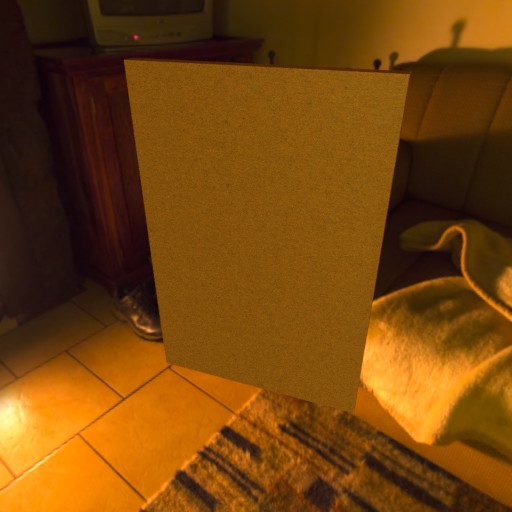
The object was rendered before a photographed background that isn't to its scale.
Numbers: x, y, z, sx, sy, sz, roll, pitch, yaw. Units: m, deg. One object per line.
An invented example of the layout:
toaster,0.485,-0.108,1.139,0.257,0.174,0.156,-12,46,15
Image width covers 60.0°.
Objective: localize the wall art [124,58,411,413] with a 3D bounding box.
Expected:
wall art,0.000,0.000,1.146,0.610,0.914,0.037,10,32,17
